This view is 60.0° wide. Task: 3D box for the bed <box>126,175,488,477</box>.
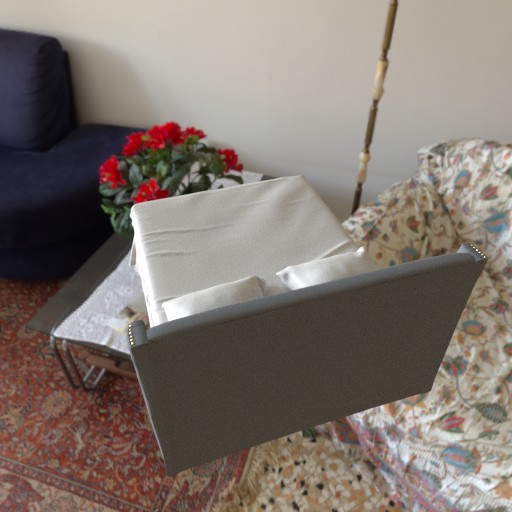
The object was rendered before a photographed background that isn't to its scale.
[{"bbox_3d":[0.000,0.000,3.376,1.925,1.332,2.276,-12,42,-14],"label":"bed"}]
